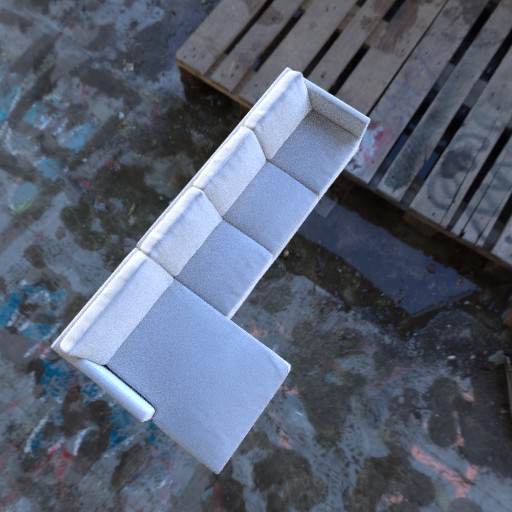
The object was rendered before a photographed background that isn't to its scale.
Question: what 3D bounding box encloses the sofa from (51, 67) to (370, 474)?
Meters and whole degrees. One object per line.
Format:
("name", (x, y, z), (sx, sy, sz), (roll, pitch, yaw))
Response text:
("sofa", (0.000, 0.000, 3.862), (1.625, 0.861, 3.186), (35, 77, 9))
